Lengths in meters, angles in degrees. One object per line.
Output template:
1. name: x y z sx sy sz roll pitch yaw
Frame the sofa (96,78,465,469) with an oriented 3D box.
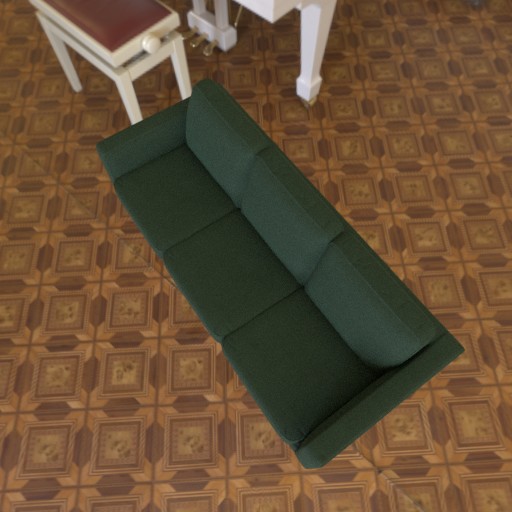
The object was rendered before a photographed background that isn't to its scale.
1. sofa: 0.000 0.000 2.436 0.879 0.899 2.029 -32 68 -15
